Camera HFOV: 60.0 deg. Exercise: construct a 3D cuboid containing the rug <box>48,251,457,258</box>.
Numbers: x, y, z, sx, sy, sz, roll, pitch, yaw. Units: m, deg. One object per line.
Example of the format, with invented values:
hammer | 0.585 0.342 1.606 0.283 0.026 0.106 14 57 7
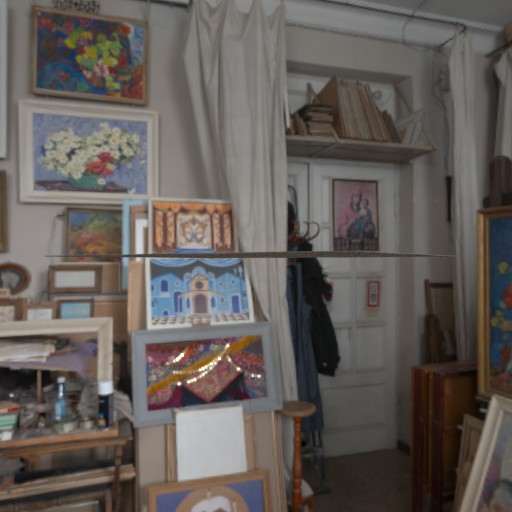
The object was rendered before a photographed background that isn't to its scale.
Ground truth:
rug | 0.000 0.000 4.147 3.048 0.013 2.438 -1 -1 36
